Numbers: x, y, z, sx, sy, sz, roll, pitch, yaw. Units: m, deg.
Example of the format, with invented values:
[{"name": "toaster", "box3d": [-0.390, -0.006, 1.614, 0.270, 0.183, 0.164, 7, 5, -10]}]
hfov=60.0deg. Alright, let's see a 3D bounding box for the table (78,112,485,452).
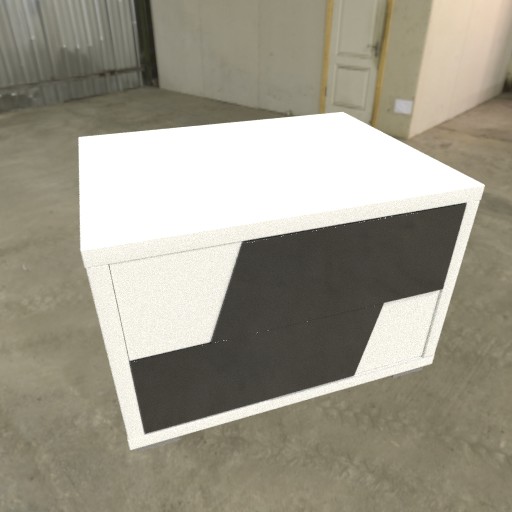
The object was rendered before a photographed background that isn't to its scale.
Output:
[{"name": "table", "box3d": [0.000, 0.000, 0.779, 0.517, 0.357, 0.399, -10, 34, -16]}]
